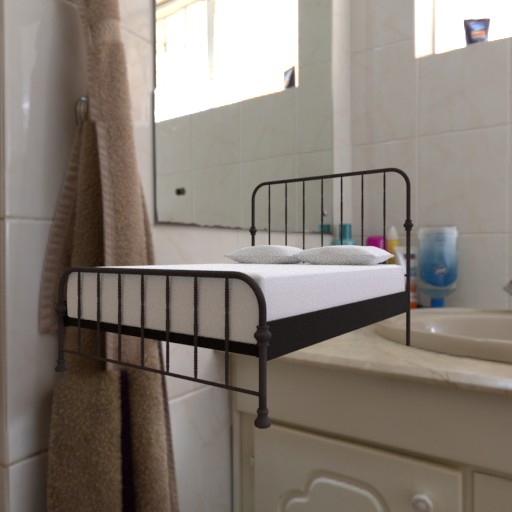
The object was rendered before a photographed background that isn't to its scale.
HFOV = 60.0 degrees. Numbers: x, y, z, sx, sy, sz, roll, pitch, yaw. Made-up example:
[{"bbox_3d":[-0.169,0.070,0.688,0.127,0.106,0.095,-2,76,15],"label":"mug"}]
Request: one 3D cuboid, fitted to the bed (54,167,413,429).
[{"bbox_3d":[0.000,0.000,3.171,1.616,1.446,2.134,0,0,36],"label":"bed"}]
